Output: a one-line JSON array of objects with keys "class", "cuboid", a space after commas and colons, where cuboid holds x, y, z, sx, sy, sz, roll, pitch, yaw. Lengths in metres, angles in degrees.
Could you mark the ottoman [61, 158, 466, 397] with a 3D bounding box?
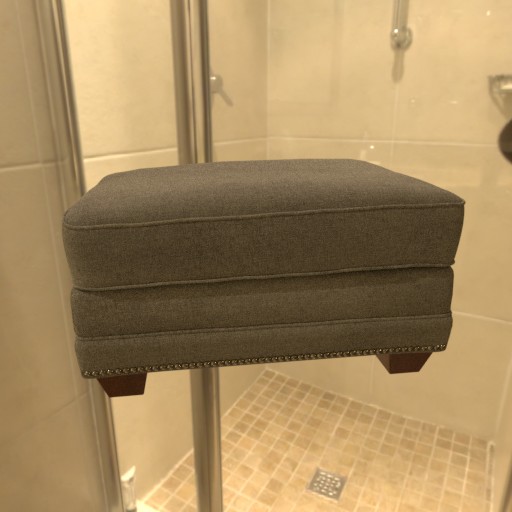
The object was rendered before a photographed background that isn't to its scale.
[{"class": "ottoman", "cuboid": [0.000, 0.000, 1.130, 0.813, 0.457, 0.561, -3, 18, -8]}]
